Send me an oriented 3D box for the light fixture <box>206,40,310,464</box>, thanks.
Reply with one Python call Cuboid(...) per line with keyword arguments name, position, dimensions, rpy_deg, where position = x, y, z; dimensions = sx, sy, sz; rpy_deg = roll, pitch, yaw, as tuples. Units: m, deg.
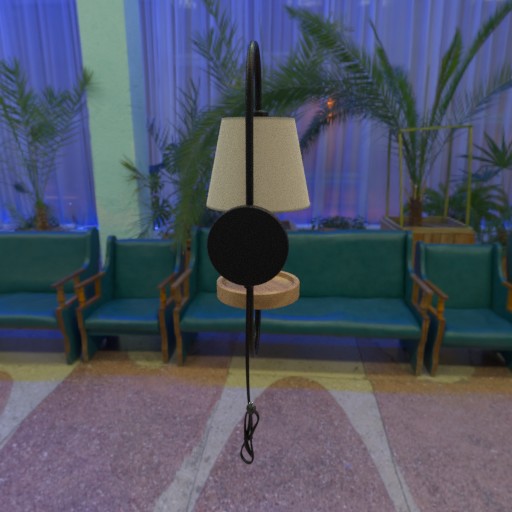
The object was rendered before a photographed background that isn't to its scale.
Cuboid(name="light fixture", position=(0.000, 0.000, 0.935), dimensions=(0.220, 0.821, 0.299), rpy_deg=(2, 15, 6))
